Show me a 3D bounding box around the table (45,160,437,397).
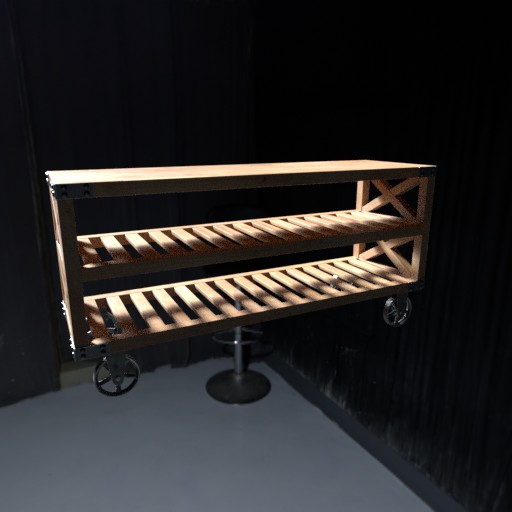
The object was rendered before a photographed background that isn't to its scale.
[{"bbox_3d":[0.000,0.000,1.830,1.487,0.711,0.467,-8,17,-26],"label":"table"}]
